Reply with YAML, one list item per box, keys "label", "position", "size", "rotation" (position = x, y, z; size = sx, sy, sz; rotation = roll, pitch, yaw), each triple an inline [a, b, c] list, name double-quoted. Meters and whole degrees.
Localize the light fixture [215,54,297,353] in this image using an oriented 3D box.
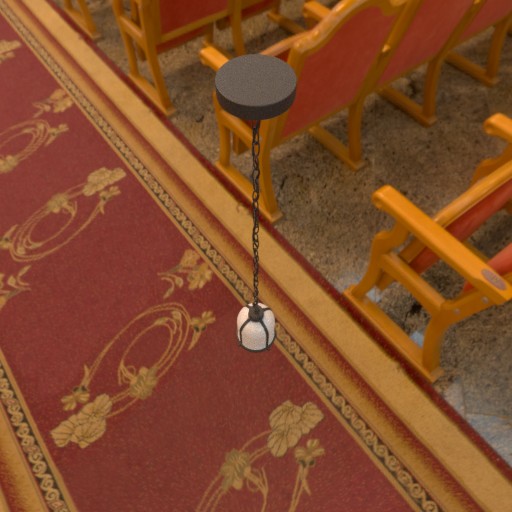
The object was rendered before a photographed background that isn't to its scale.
- label: "light fixture"
  position: [0.000, 0.000, 1.283]
  size: [0.178, 1.181, 0.178]
  rotation: [-32, 63, -18]
